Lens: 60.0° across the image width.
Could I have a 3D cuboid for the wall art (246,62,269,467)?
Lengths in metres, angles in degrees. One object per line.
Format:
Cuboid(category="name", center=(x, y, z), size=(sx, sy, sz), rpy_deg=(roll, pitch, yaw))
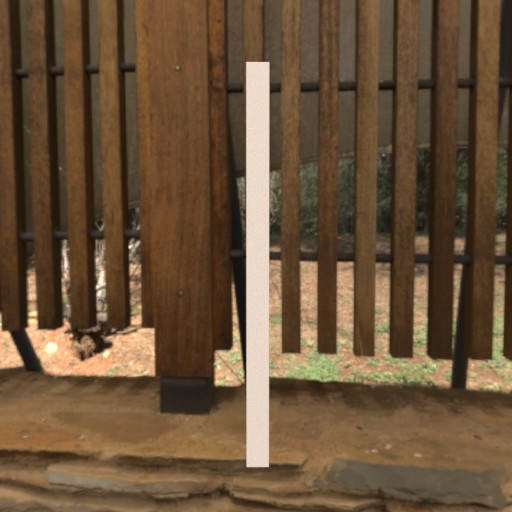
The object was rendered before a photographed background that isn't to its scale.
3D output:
Cuboid(category="wall art", center=(0.000, 0.000, 1.638), size=(0.051, 0.902, 1.308), rpy_deg=(0, 2, 0))
